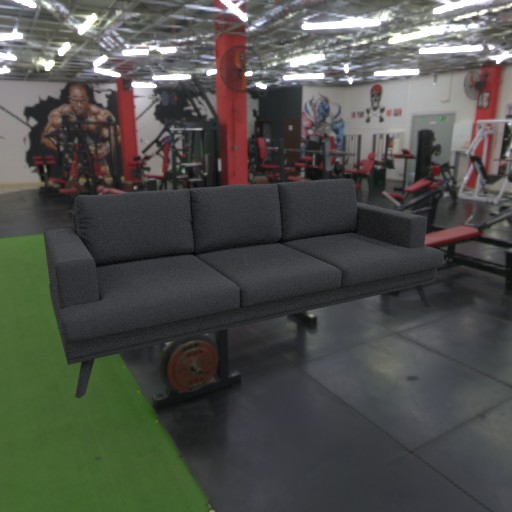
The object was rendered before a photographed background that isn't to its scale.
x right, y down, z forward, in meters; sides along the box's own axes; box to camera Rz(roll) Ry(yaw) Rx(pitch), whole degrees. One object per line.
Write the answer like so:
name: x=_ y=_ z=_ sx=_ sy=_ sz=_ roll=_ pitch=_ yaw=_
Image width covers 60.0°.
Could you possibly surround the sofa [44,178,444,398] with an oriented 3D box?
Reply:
sofa: x=0.000 y=0.000 z=2.728 sx=2.310 sy=0.810 sz=0.920 roll=-8 pitch=18 yaw=-27
